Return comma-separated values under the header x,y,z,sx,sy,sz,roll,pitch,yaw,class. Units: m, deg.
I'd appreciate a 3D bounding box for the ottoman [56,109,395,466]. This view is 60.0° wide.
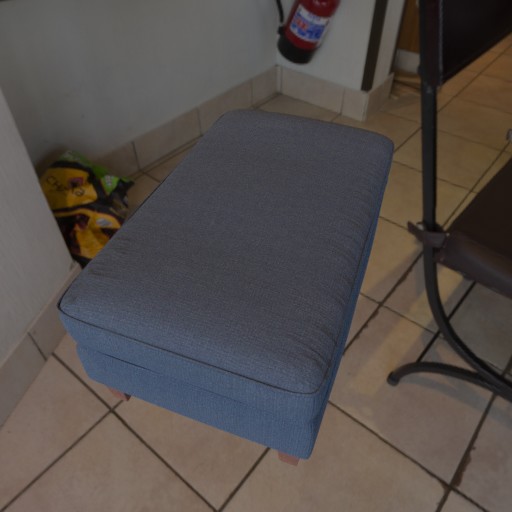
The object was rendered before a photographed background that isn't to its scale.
x,y,z,sx,sy,sz,roll,pitch,yaw,class
0.000,0.000,1.187,0.570,0.438,0.885,15,47,14,ottoman
